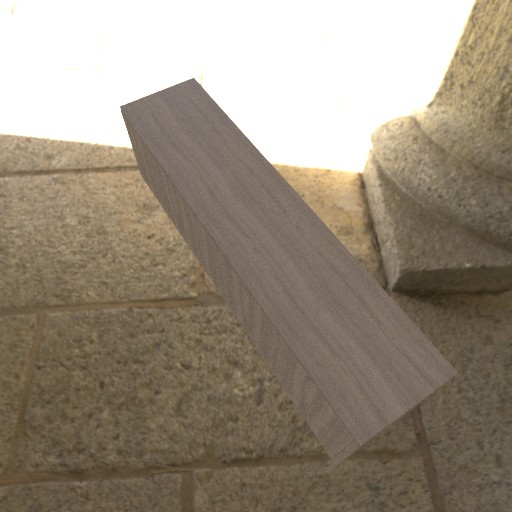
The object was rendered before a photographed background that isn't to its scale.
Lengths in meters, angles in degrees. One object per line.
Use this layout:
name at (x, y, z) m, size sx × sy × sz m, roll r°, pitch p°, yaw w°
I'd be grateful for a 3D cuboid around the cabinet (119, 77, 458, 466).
cabinet at (0.000, 0.000, 2.506) m, size 0.499 × 0.779 × 2.198 m, roll -29°, pitch 62°, yaw -17°
